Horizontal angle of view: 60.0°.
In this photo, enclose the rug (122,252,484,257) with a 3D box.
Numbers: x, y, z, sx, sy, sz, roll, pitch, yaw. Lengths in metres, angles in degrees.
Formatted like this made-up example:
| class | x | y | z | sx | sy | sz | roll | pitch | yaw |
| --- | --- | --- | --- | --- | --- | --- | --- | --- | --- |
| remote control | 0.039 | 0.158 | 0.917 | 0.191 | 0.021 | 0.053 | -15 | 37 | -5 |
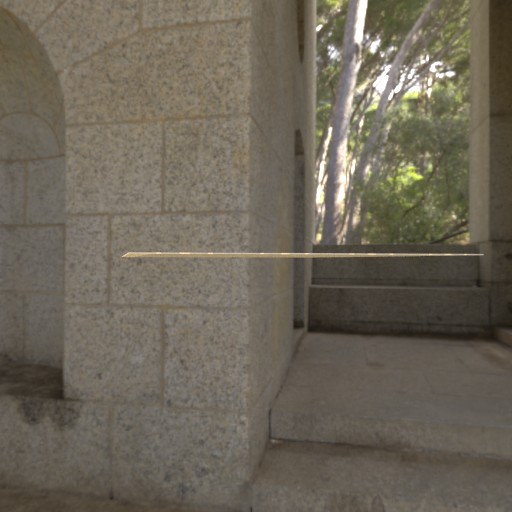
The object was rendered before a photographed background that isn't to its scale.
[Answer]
| class | x | y | z | sx | sy | sz | roll | pitch | yaw |
| --- | --- | --- | --- | --- | --- | --- | --- | --- | --- |
| rug | 0.000 | 0.000 | 4.002 | 2.283 | 0.006 | 2.892 | 0 | -1 | -18 |
